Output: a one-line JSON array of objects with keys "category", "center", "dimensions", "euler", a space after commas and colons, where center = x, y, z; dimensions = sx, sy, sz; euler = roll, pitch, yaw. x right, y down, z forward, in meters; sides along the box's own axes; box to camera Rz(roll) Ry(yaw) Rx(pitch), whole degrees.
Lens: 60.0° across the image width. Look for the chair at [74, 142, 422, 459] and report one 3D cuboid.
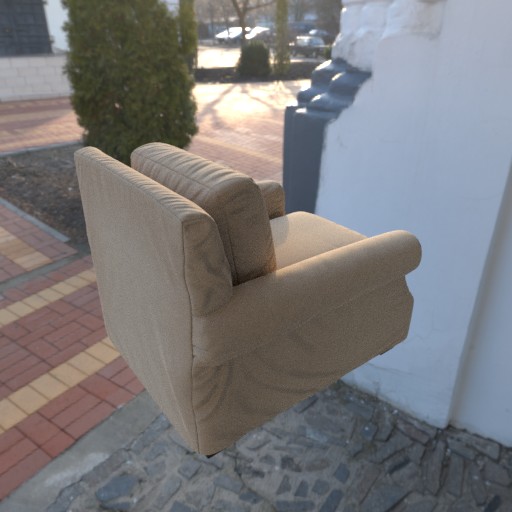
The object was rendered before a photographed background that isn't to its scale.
[{"category": "chair", "center": [0.000, 0.000, 1.726], "dimensions": [1.066, 0.866, 0.940], "euler": [-19, 32, -32]}]
